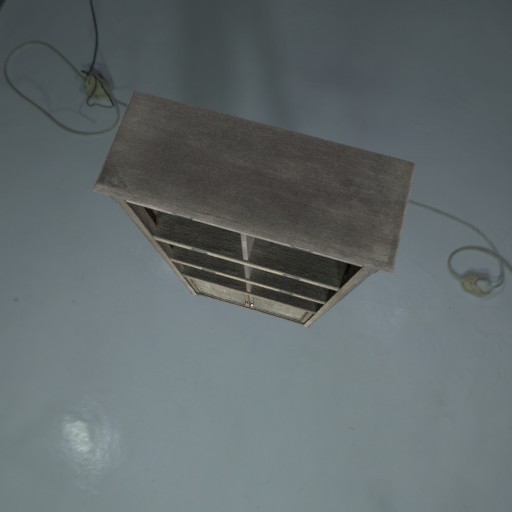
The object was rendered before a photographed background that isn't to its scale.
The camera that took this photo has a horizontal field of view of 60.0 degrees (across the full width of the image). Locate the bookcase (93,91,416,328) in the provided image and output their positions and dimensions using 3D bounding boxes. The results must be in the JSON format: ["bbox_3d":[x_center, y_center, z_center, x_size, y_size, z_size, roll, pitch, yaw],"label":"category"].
[{"bbox_3d":[0.000,0.000,2.218,0.906,1.880,0.348,16,76,4],"label":"bookcase"}]
